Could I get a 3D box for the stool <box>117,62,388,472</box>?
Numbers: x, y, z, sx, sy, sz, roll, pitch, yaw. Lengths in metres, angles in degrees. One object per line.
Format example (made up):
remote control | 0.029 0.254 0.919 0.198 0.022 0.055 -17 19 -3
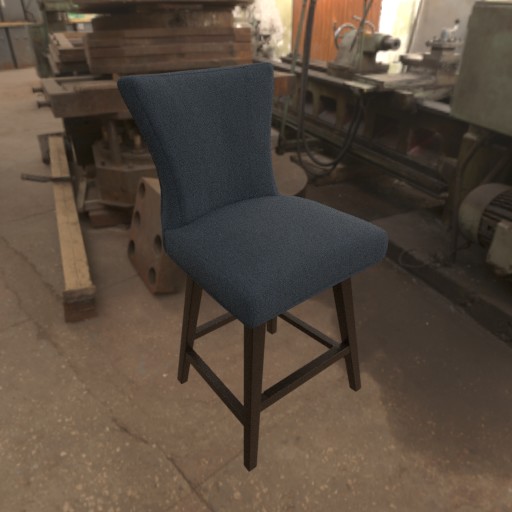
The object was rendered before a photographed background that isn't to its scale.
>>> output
stool | 0.000 0.000 1.325 0.514 1.000 0.574 -22 37 -33
